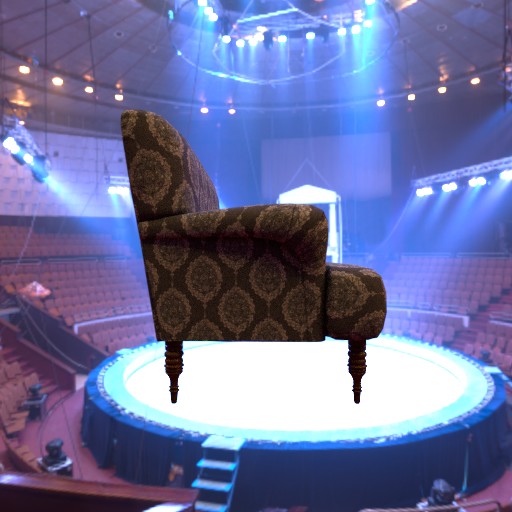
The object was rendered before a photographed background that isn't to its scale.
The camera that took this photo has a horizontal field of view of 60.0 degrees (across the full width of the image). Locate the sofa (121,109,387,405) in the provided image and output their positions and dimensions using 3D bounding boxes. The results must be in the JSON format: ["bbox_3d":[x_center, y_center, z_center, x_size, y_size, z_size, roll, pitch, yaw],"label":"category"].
[{"bbox_3d":[0.000,0.000,1.843,0.779,0.867,1.297,0,0,0],"label":"sofa"}]
